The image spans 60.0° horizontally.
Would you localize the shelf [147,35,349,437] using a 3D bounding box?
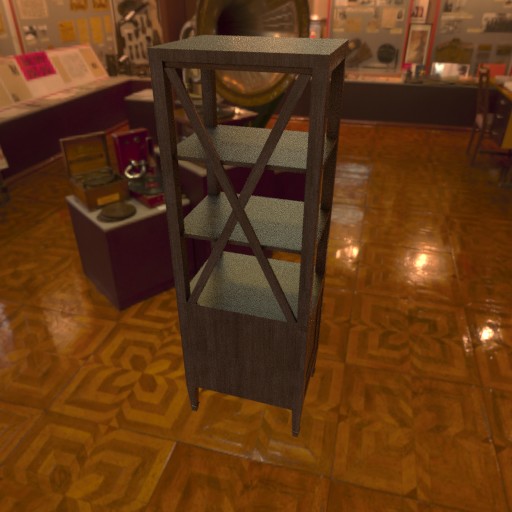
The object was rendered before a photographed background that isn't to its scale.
[{"bbox_3d":[0.000,0.000,1.984,0.584,1.727,0.472,9,32,14],"label":"shelf"}]
